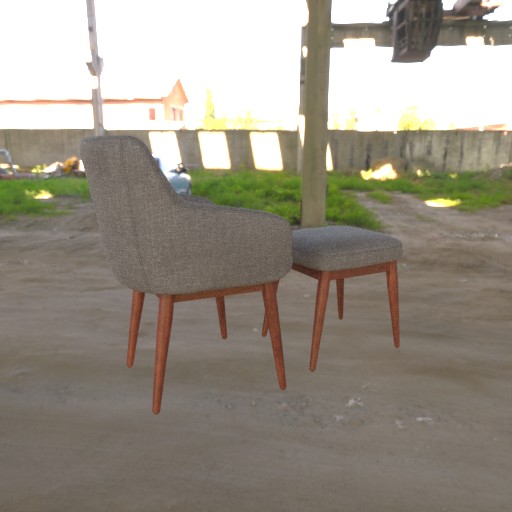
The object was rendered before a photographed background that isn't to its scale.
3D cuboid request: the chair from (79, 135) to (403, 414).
[{"bbox_3d":[0.000,0.000,1.569,1.107,0.799,0.584,-7,15,-28],"label":"chair"}]
